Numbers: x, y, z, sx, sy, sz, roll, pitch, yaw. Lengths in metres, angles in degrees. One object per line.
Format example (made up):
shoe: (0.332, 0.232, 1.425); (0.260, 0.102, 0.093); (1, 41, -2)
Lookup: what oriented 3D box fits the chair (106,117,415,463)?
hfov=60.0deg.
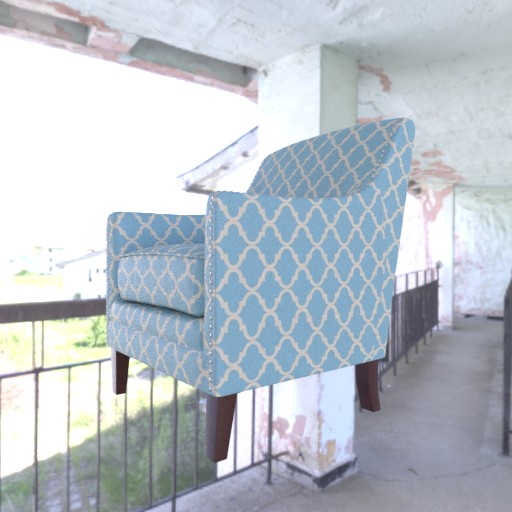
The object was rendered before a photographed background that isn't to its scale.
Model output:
chair: (0.000, 0.000, 1.298); (0.686, 0.817, 0.617); (0, 1, -38)
